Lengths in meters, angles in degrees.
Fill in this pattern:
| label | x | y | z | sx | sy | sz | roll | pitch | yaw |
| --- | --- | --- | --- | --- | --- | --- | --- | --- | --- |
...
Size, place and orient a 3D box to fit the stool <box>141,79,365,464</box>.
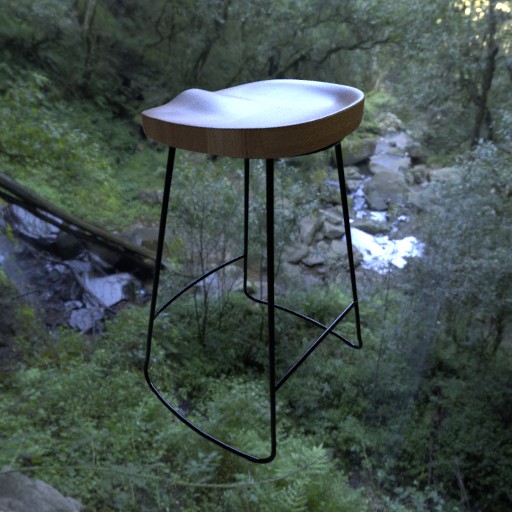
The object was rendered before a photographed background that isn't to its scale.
| label | x | y | z | sx | sy | sz | roll | pitch | yaw |
| --- | --- | --- | --- | --- | --- | --- | --- | --- | --- |
| stool | 0.000 | 0.000 | 0.970 | 0.401 | 0.679 | 0.480 | 22 | 39 | 31 |
